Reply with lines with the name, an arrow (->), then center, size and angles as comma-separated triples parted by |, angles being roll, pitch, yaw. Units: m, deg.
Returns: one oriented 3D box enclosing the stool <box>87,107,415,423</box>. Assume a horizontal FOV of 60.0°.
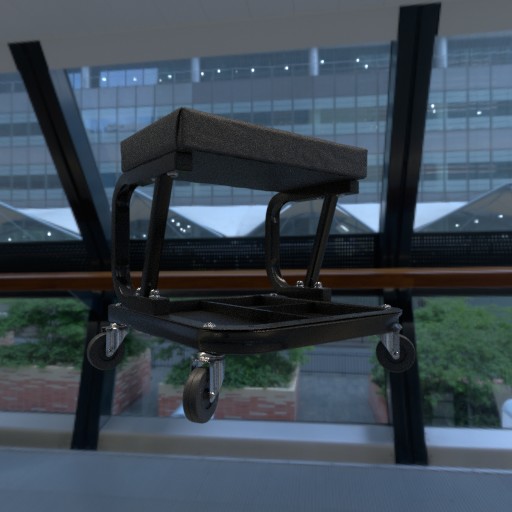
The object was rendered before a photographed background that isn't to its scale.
stool -> 0.000, 0.000, 0.733 | 0.446, 0.380, 0.371 | 0, 0, -37
